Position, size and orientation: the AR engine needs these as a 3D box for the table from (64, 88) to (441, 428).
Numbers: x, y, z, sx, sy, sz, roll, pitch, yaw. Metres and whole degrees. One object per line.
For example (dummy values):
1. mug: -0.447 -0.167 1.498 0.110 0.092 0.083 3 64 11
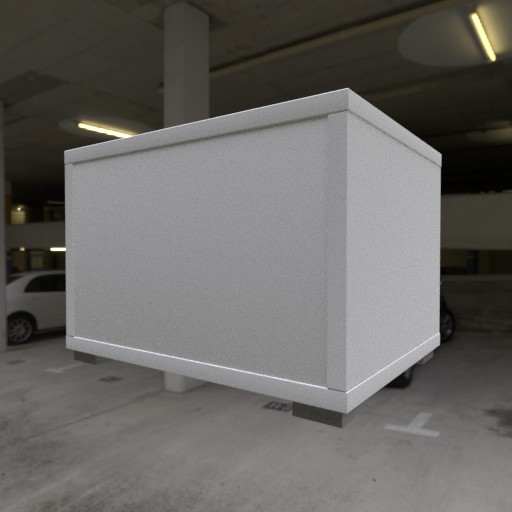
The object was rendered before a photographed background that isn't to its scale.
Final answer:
1. table: 0.000 0.000 0.770 0.517 0.357 0.399 1 1 35
